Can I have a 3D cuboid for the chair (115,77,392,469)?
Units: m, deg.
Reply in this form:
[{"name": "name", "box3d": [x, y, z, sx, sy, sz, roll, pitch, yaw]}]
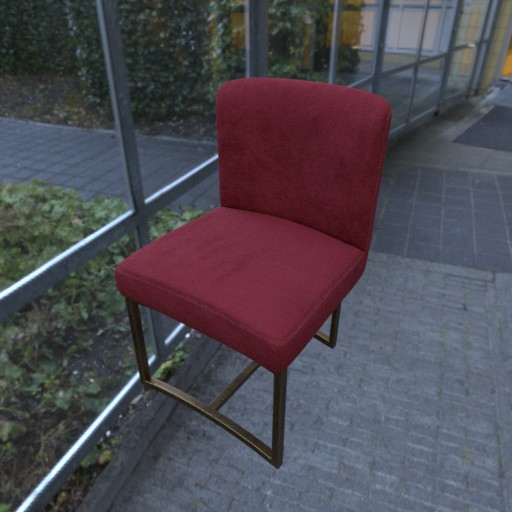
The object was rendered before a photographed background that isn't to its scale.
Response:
[{"name": "chair", "box3d": [0.000, 0.000, 1.198, 0.530, 0.824, 0.560, 20, 36, 29]}]
